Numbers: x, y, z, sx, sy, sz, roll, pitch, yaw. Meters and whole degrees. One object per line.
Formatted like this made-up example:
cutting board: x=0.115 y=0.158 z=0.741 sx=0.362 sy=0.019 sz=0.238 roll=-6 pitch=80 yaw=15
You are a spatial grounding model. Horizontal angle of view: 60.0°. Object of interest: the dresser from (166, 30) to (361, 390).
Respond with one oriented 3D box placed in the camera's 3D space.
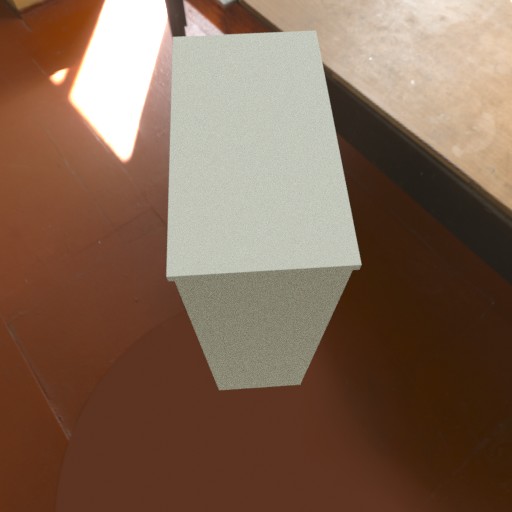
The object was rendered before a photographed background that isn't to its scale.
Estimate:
dresser: x=0.000 y=0.000 z=1.590 sx=0.399 sy=1.255 sz=0.704 roll=-3 pitch=63 yaw=-2
